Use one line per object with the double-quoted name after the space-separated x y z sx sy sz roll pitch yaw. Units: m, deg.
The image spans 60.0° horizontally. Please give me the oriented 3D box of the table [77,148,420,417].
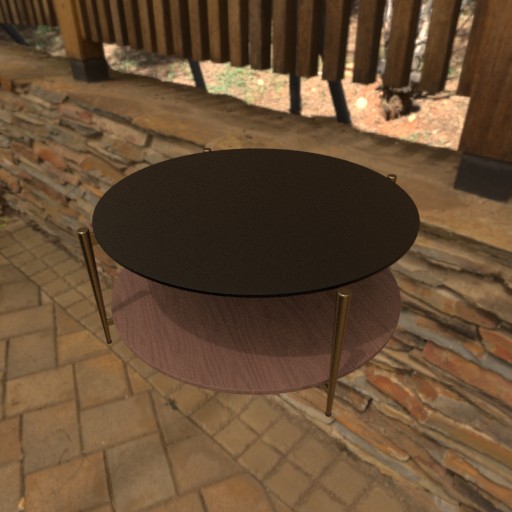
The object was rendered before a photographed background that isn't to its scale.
0.000 0.000 1.434 0.938 0.400 0.938 22 39 31 "table"
